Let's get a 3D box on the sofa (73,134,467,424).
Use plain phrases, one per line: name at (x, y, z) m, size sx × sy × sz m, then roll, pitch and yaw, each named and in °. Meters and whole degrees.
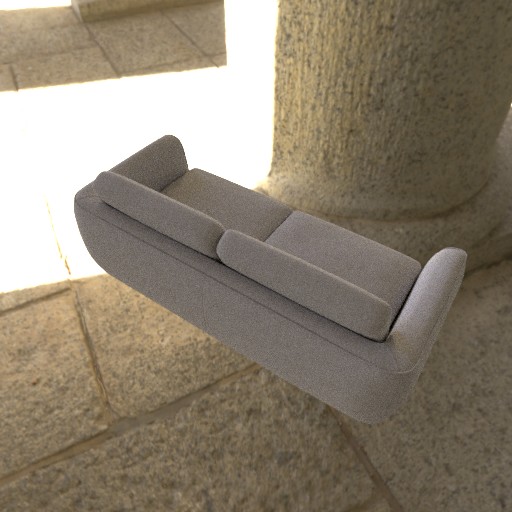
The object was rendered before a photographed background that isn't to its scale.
sofa at (0.000, 0.000, 2.447) m, size 2.000 × 0.850 × 0.920 m, roll 26°, pitch 52°, yaw 22°
